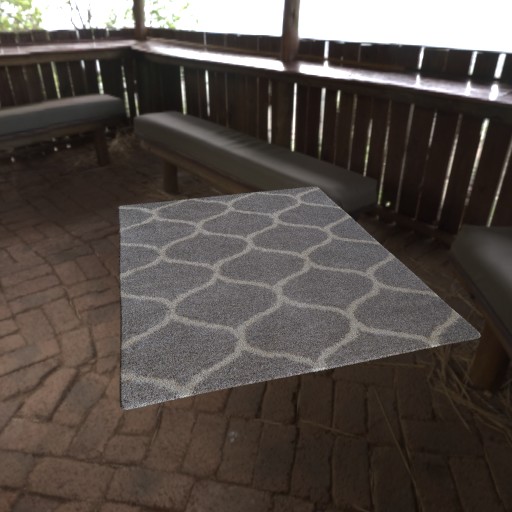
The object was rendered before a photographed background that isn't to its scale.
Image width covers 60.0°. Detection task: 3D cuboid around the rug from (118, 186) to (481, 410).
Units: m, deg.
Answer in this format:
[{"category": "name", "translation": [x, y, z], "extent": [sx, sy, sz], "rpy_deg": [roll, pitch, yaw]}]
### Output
[{"category": "rug", "translation": [0.000, 0.000, 4.011], "extent": [2.399, 0.026, 3.000], "rpy_deg": [-8, 30, -13]}]
